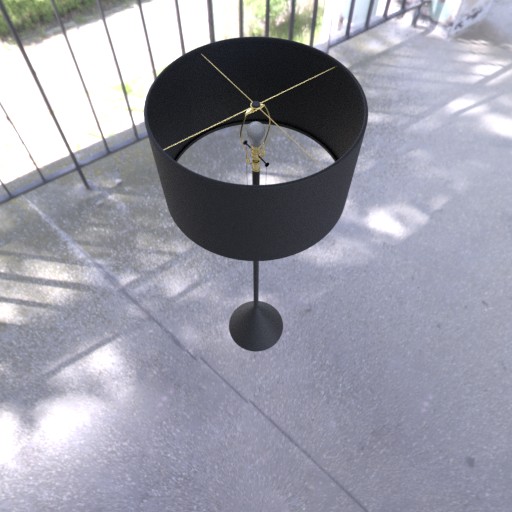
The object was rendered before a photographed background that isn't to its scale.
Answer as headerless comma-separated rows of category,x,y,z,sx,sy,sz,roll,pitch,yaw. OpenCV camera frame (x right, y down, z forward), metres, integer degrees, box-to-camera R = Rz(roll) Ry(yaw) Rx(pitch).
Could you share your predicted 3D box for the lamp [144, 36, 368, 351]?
lamp,0.000,0.000,1.799,0.580,1.526,0.580,-31,63,-18
